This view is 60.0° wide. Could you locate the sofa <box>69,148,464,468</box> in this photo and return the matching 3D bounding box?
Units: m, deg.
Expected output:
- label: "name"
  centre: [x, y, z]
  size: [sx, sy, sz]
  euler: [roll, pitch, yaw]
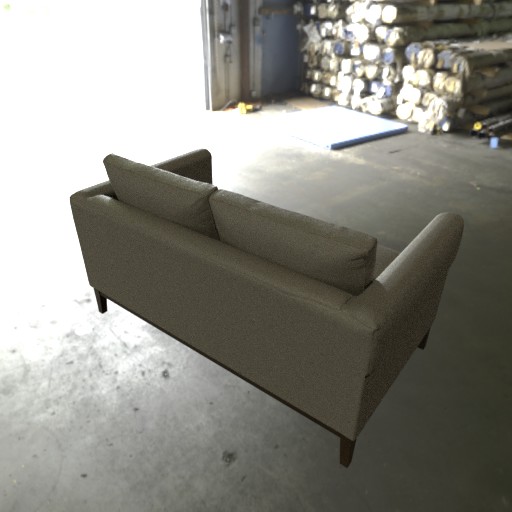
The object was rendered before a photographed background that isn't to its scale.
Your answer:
- label: "sofa"
  centre: [0.000, 0.000, 2.117]
  size: [1.598, 0.873, 0.899]
  euler: [22, 37, 31]
